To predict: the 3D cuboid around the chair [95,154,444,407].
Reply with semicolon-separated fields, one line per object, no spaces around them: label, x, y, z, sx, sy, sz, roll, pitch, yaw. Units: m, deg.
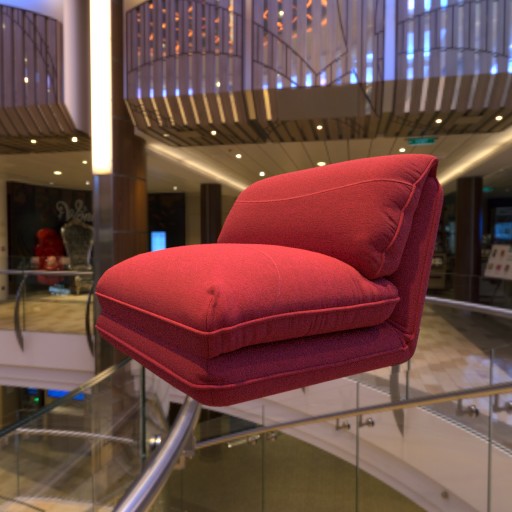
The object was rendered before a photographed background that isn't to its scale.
chair;0.000;0.000;1.345;0.780;0.580;0.820;-1;2;-34
